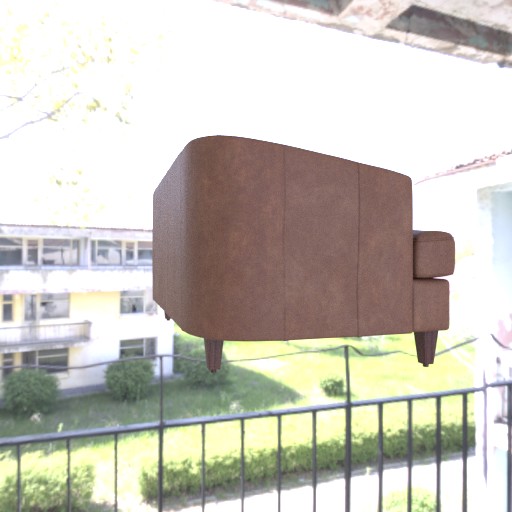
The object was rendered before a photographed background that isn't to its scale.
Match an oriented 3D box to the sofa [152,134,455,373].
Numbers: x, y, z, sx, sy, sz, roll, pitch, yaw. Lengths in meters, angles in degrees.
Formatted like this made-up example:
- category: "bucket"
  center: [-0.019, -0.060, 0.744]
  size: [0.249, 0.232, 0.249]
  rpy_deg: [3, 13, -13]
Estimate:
- category: "sofa"
  center: [0.000, 0.000, 2.223]
  size: [0.914, 0.786, 1.755]
  rpy_deg: [0, 0, -18]
